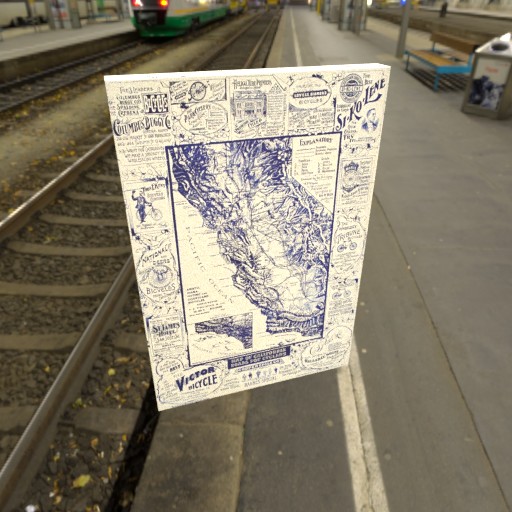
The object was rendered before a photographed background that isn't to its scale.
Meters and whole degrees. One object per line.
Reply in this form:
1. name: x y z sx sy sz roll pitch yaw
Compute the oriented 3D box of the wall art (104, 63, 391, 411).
1. wall art: 0.000 0.000 0.483 0.255 0.376 0.025 -9 32 -15
